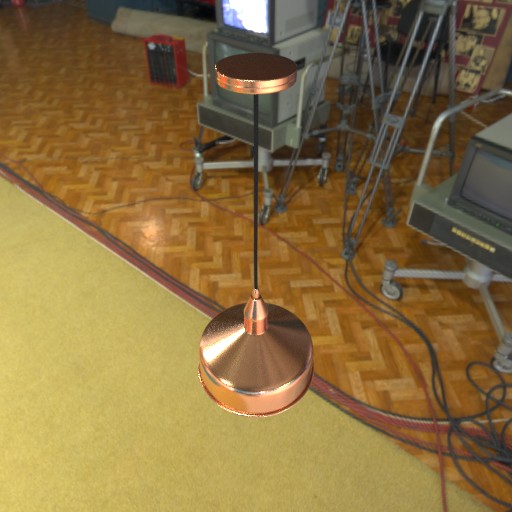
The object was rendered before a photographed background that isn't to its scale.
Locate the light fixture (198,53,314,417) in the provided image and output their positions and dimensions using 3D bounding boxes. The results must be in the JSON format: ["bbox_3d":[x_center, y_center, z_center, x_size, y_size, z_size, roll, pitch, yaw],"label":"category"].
[{"bbox_3d":[0.000,0.000,0.908,0.301,0.754,0.301,1,41,1],"label":"light fixture"}]
